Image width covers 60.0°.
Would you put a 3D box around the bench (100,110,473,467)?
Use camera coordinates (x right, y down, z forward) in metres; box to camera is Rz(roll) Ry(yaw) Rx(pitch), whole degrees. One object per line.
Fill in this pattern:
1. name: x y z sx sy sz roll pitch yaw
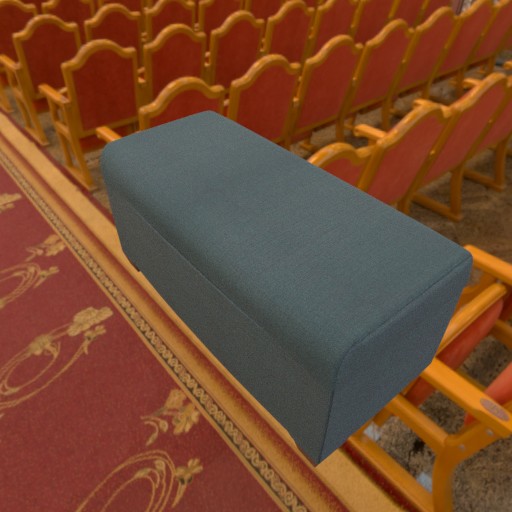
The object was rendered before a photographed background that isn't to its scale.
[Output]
1. bench: 0.000 0.000 1.262 0.476 0.474 0.995 -28 48 -29
